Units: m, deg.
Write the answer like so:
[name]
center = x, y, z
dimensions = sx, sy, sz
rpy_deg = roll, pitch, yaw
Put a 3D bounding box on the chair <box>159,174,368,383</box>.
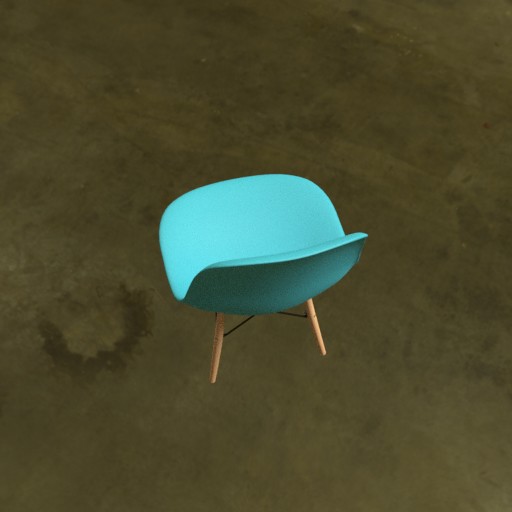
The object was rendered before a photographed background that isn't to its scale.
[chair]
center = 0.000, 0.000, 1.154
dimensions = 0.470, 0.826, 0.531
rpy_deg = -12, 59, -7
